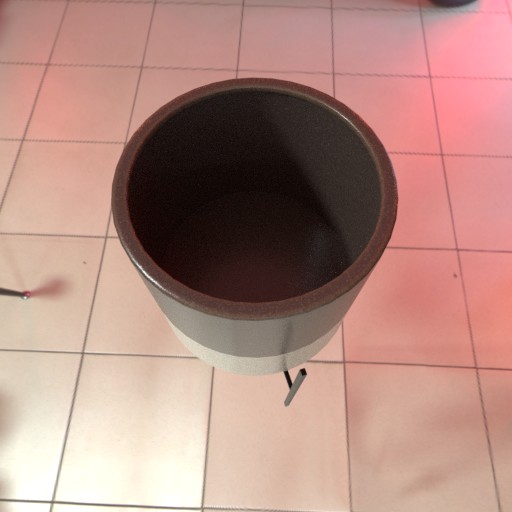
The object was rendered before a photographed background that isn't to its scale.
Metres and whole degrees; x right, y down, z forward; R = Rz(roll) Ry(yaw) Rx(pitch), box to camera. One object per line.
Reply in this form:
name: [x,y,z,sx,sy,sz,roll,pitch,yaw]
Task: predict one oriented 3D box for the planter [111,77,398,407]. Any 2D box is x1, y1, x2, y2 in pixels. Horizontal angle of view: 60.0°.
planter: [0.000,0.000,0.525,0.250,0.353,0.260,32,69,14]
